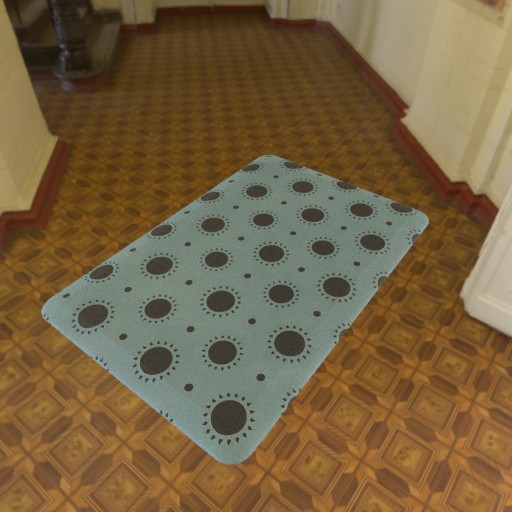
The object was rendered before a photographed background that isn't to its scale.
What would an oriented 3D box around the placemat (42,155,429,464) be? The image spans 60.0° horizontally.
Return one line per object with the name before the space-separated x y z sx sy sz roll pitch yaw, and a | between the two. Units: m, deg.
placemat | 0.000 0.000 0.967 0.508 0.021 0.762 27 49 27
